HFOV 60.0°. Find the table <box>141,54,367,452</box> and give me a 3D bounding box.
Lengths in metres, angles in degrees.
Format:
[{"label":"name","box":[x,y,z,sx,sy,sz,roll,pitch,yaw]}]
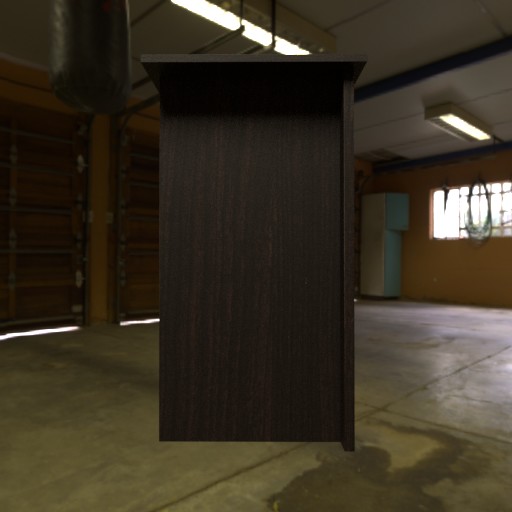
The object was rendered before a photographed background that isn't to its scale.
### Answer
[{"label":"table","box":[0.000,0.000,1.079,0.406,0.711,0.591,0,-1,0]}]
